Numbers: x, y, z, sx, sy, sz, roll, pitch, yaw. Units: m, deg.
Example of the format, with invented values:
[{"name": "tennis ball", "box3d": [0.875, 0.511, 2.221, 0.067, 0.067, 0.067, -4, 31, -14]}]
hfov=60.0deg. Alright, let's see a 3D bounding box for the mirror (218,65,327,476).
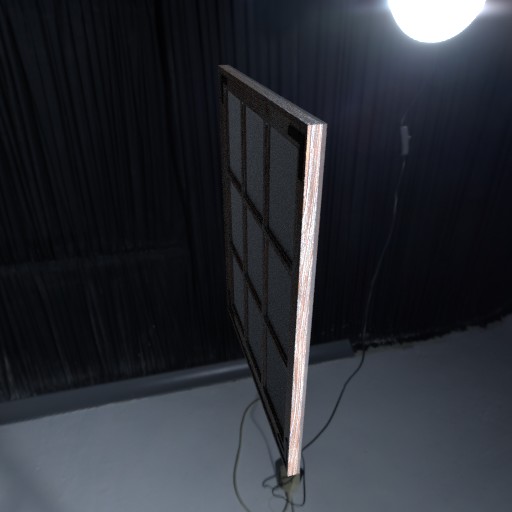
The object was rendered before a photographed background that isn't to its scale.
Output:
[{"name": "mirror", "box3d": [0.000, 0.000, 1.214, 0.032, 0.882, 0.730, -8, 31, -13]}]
